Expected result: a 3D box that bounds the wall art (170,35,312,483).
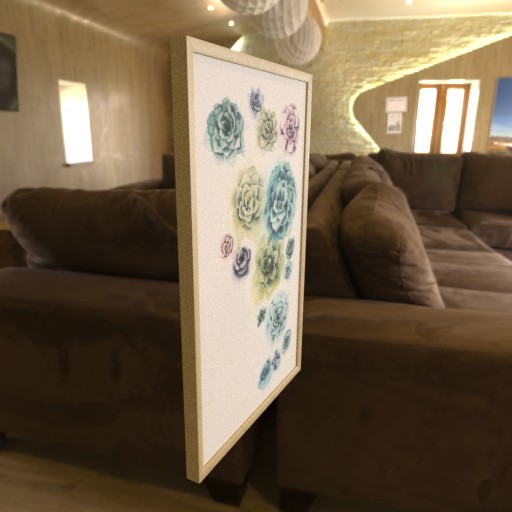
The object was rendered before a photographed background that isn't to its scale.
[{"bbox_3d":[0.000,0.000,0.992,0.039,0.810,0.510,8,17,28],"label":"wall art"}]
